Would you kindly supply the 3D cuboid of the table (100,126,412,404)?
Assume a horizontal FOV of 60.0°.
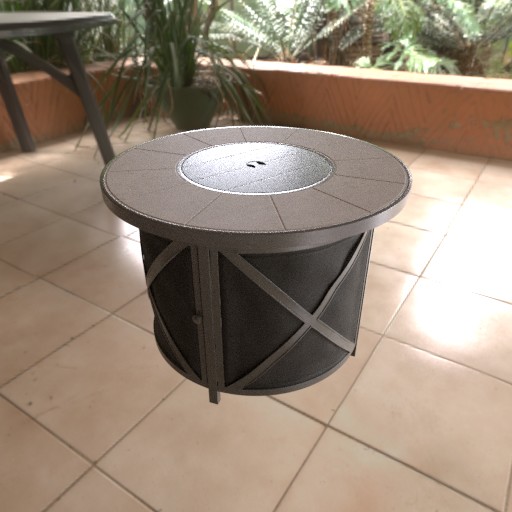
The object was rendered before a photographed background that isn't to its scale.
[{"bbox_3d":[0.000,0.000,1.520,0.914,0.650,0.914,0,31,0],"label":"table"}]
